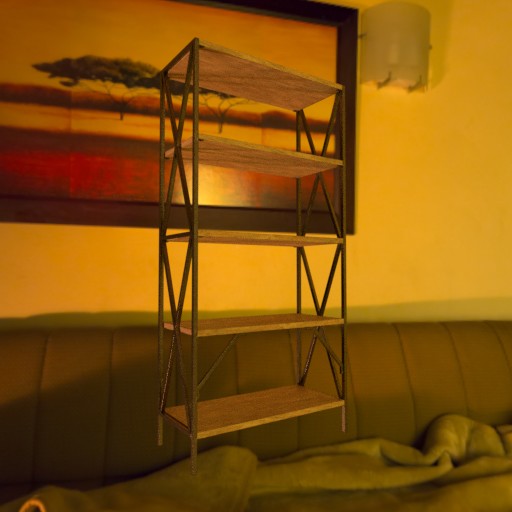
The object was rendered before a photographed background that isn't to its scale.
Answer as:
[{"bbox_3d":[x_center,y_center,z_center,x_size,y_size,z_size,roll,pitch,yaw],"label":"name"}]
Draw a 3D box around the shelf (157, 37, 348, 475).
[{"bbox_3d":[0.000,0.000,2.225,0.874,1.803,0.386,1,-2,-34],"label":"shelf"}]
